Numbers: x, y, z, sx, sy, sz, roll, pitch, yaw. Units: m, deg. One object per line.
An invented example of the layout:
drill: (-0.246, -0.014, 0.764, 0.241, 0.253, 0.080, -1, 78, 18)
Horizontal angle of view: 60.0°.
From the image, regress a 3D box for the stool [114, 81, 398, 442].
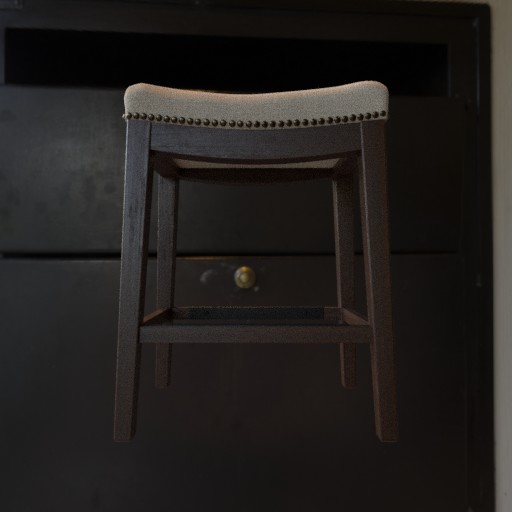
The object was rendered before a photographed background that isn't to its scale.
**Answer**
stool: (0.000, 0.000, 0.975, 0.509, 0.669, 0.363, 0, 0, 0)
